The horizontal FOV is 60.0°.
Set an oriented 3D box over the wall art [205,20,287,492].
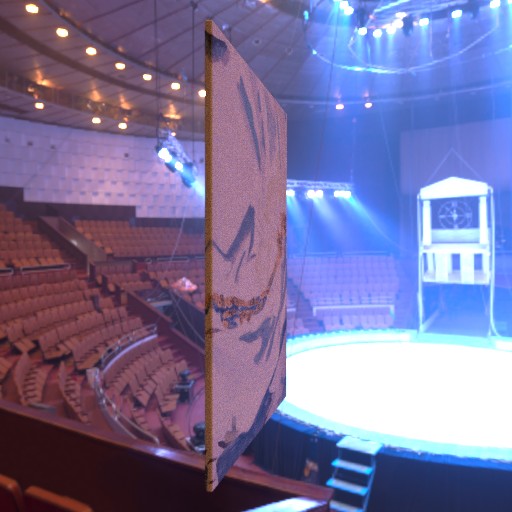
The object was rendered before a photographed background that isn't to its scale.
[{"bbox_3d":[0.000,0.000,1.145,0.016,0.914,0.610,0,0,18],"label":"wall art"}]
